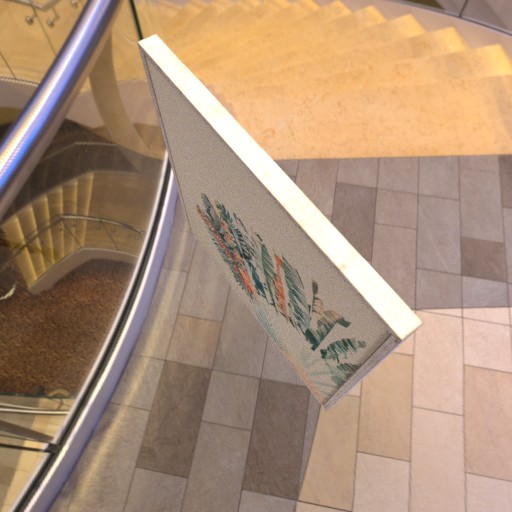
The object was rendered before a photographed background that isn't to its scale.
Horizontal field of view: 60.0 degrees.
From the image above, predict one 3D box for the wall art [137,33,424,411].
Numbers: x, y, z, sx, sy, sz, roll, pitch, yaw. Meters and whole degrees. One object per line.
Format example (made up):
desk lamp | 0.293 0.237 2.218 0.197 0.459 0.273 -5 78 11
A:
wall art | 0.000 0.000 0.738 0.029 0.506 0.508 -33 68 -15
